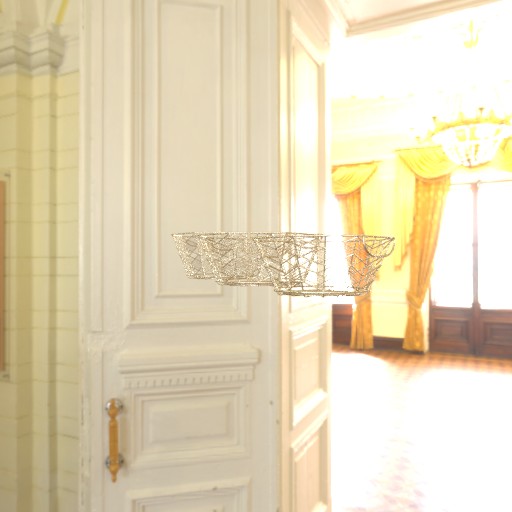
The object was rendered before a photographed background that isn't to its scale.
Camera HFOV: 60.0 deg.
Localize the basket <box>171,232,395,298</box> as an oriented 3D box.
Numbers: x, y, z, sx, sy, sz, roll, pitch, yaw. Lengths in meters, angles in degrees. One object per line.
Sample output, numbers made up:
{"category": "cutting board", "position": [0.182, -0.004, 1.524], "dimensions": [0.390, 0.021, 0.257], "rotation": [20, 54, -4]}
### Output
{"category": "basket", "position": [0.000, 0.000, 1.433], "dimensions": [0.432, 0.178, 1.246], "rotation": [0, 0, -19]}
